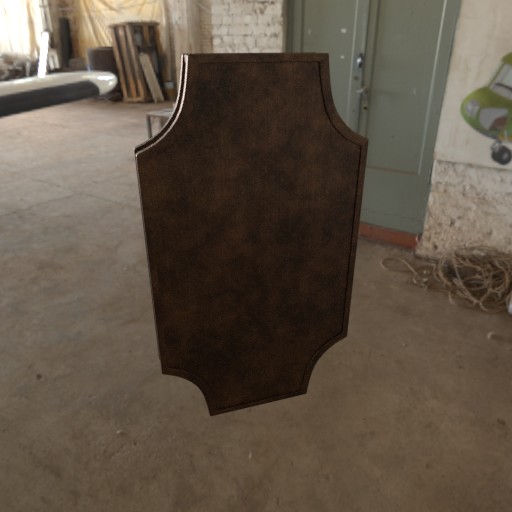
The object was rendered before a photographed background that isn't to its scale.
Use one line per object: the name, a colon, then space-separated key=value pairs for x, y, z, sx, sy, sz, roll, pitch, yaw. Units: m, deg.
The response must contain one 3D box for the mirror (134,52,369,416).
mirror: x=0.000 y=0.000 z=0.975 sx=0.462 sy=0.811 sz=0.066 roll=-8 pitch=27 yaw=-16
